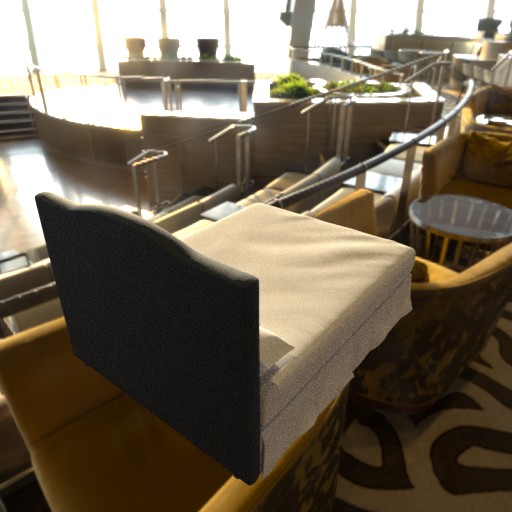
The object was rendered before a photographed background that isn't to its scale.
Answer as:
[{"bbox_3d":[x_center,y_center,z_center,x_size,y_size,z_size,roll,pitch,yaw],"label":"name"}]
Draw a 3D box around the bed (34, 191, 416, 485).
[{"bbox_3d":[0.000,0.000,3.351,1.821,1.436,2.282,21,35,33],"label":"bed"}]
